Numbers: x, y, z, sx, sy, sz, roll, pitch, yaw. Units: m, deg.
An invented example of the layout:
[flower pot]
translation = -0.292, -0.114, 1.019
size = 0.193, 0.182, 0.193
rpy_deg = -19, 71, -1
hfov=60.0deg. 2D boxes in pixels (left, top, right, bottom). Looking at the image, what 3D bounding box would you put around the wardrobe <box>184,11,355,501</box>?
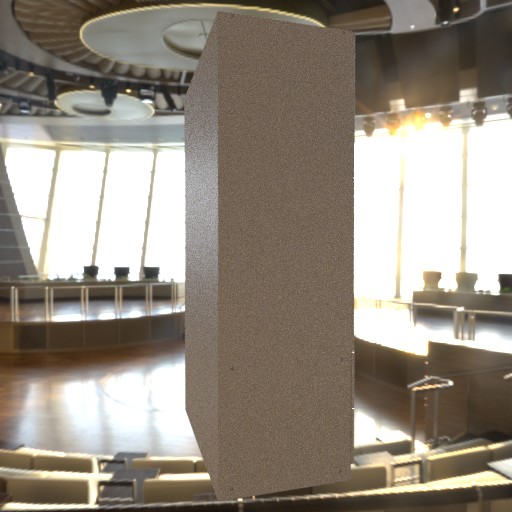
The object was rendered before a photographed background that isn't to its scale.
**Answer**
[wardrobe]
translation = 0.000, 0.000, 2.187
size = 0.577, 1.808, 0.991
rpy_deg = 0, 1, -16
